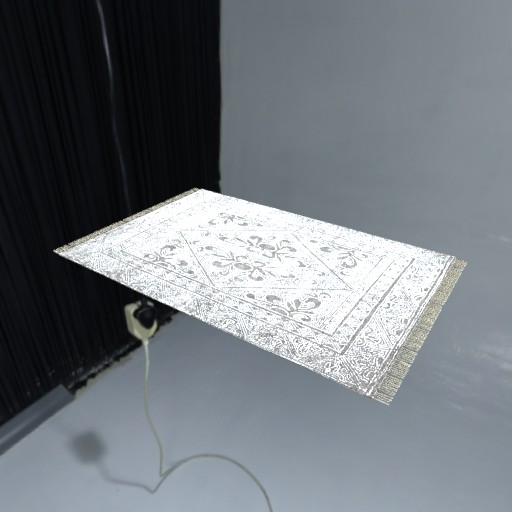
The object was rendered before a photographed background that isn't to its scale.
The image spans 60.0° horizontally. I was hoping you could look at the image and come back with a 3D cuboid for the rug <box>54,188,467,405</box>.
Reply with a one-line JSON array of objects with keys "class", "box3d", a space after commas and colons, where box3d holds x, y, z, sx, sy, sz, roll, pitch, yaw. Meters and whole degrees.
[{"class": "rug", "box3d": [0.000, 0.000, 3.058, 2.440, 0.010, 1.529, 19, 34, 30]}]
